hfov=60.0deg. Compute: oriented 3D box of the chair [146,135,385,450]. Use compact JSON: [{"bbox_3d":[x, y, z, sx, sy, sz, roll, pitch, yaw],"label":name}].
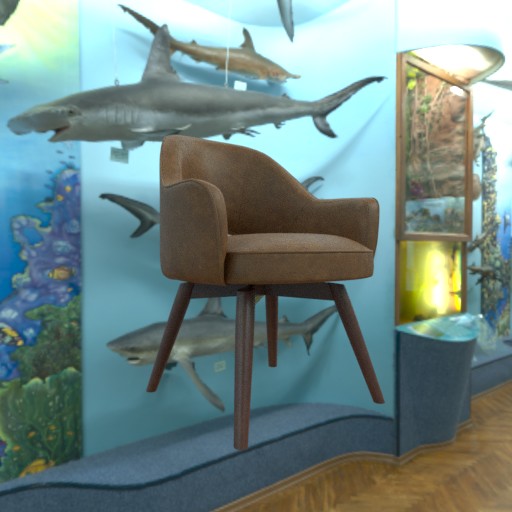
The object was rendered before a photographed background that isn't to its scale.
[{"bbox_3d":[0.000,0.000,1.244,0.591,0.777,0.640,-1,1,-37],"label":"chair"}]
